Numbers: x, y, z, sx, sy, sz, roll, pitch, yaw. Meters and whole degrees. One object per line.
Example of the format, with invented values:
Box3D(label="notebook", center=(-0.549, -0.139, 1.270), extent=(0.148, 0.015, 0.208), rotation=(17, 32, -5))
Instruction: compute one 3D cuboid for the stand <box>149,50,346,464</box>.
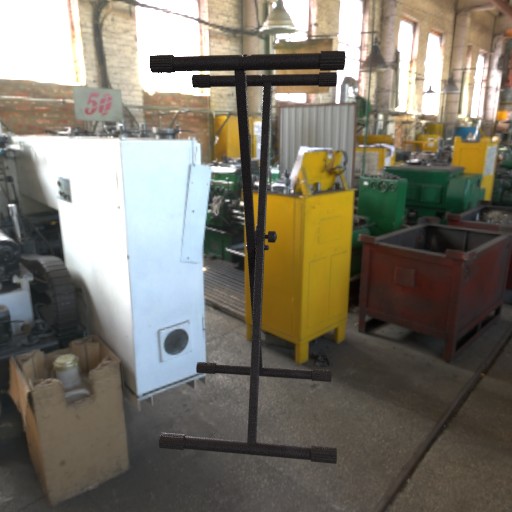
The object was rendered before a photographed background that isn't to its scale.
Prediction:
Box3D(label="stand", center=(0.000, 0.000, 1.176), extent=(0.449, 0.940, 0.409), rotation=(2, 16, 7))
